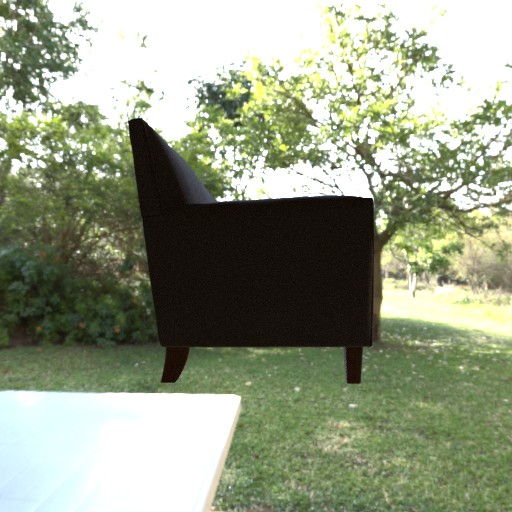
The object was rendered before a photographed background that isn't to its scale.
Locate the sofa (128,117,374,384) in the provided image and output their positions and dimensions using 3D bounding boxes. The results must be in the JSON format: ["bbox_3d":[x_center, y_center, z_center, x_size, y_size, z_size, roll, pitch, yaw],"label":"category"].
[{"bbox_3d":[0.000,0.000,2.439,0.843,0.907,2.002,0,-1,0],"label":"sofa"}]
